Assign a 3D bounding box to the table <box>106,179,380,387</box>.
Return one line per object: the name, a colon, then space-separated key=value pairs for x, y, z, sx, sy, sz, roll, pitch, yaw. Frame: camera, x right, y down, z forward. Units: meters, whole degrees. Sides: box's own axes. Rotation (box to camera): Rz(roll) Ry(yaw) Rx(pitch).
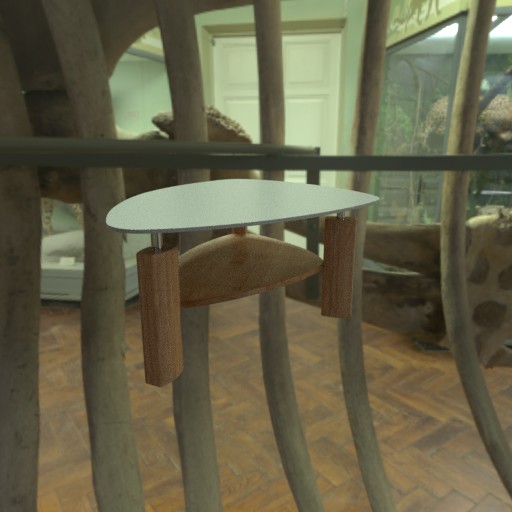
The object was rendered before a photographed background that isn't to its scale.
table: x=0.000 y=0.000 z=1.625 sx=0.850 sy=0.440 sz=1.250 roll=3 pitch=15 yaw=10
